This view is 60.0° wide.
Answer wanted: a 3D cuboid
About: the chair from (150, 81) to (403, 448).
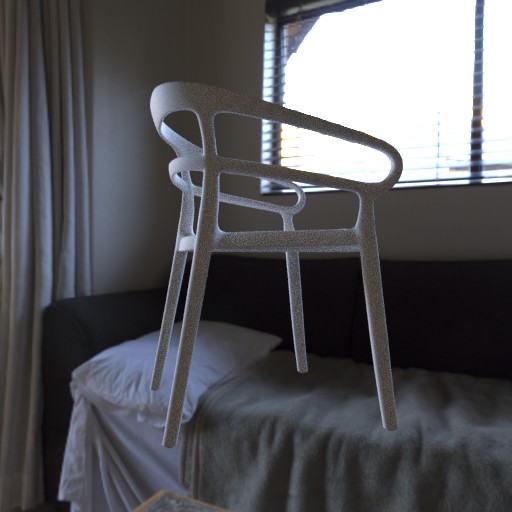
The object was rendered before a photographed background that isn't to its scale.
[{"bbox_3d":[0.000,0.000,1.139,0.527,0.761,0.559,0,0,-17],"label":"chair"}]
